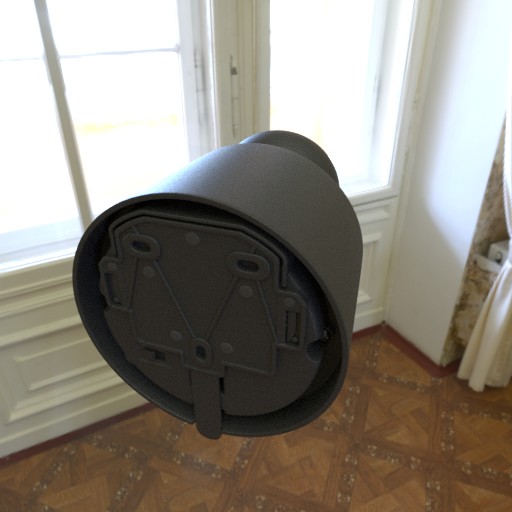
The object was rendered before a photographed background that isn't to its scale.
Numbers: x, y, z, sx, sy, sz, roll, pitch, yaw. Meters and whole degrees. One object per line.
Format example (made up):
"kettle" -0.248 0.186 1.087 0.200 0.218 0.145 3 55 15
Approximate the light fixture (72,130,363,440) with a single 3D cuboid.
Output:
"light fixture" 0.000 0.000 0.267 0.134 0.143 0.160 10 32 16
